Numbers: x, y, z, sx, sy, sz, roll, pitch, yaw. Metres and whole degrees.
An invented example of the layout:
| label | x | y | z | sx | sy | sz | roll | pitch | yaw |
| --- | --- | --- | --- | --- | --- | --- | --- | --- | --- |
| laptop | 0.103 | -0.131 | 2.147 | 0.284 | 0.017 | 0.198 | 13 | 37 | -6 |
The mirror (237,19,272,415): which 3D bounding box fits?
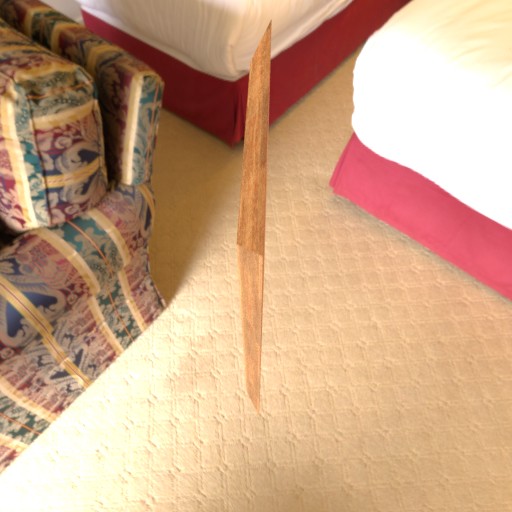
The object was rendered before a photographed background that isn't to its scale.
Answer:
| label | x | y | z | sx | sy | sz | roll | pitch | yaw |
| --- | --- | --- | --- | --- | --- | --- | --- | --- | --- |
| mirror | 0.000 | 0.000 | 1.269 | 0.047 | 1.010 | 0.651 | 2 | 57 | 1 |
